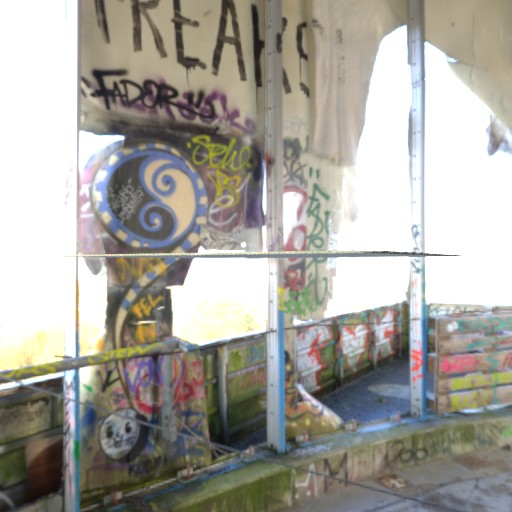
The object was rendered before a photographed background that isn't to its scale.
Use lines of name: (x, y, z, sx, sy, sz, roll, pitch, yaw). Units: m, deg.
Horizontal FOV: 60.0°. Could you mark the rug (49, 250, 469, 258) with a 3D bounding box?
rug: (0.000, 0.000, 2.292, 1.802, 0.008, 1.247, -1, -1, 36)
